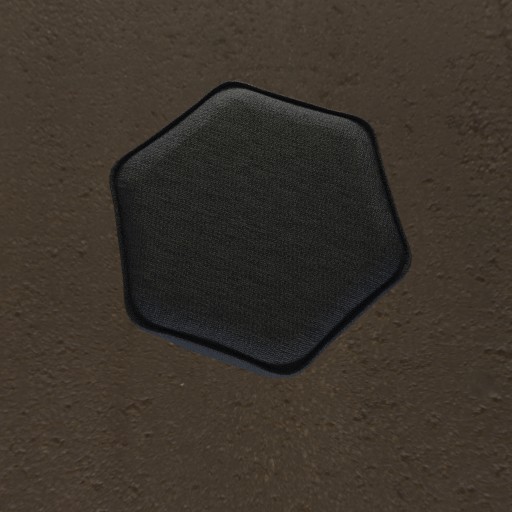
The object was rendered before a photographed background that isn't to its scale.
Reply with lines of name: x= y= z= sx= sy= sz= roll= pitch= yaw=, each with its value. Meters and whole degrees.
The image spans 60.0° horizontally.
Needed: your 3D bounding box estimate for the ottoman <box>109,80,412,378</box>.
ottoman: x=0.000 y=0.000 z=0.911 sx=0.492 sy=0.505 sz=0.454 roll=-36 pitch=78 yaw=-9
